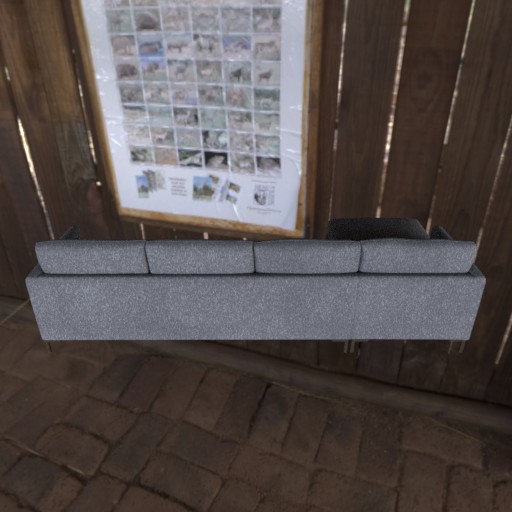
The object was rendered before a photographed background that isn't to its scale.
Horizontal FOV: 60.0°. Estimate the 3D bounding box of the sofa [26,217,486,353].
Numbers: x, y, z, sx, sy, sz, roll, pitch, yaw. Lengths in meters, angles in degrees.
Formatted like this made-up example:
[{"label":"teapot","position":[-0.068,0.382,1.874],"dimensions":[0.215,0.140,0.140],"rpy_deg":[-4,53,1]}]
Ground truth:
[{"label":"sofa","position":[0.000,0.000,3.425],"dimensions":[2.932,0.810,1.350],"rpy_deg":[0,29,0]}]
